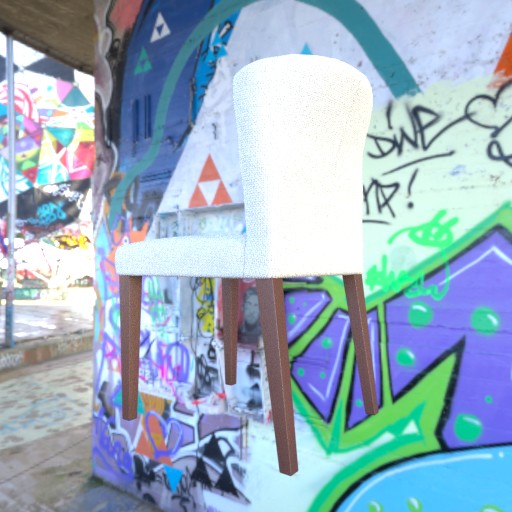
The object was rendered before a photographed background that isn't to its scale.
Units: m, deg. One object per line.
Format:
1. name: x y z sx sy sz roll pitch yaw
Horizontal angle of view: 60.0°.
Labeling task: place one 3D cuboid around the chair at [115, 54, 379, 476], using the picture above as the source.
1. chair: 0.000 0.000 1.161 0.589 0.839 0.491 -1 -1 36
